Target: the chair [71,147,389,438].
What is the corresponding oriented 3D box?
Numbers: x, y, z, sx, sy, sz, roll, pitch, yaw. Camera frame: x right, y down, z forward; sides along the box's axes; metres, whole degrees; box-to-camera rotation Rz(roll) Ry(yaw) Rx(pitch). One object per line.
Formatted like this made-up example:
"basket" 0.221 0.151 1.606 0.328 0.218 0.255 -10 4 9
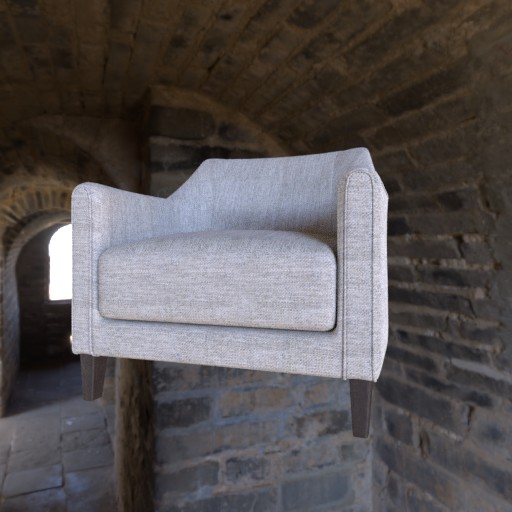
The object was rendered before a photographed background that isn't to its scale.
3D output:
"chair" 0.000 0.000 1.378 0.796 0.761 0.758 0 1 19
